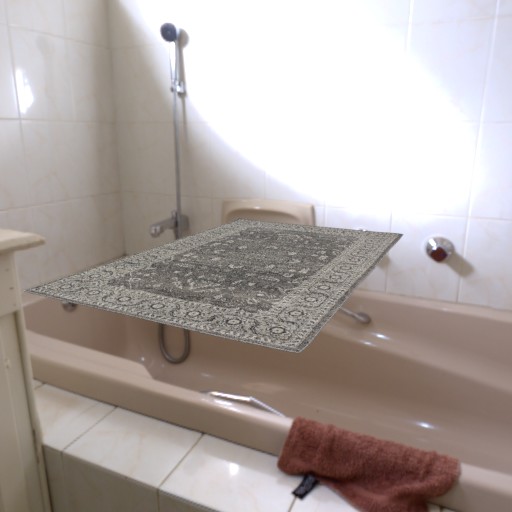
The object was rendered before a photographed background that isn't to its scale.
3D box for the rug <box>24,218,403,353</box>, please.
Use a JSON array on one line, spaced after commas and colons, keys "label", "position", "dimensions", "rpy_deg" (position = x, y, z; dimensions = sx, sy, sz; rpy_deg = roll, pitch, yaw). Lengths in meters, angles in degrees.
[{"label": "rug", "position": [0.000, 0.000, 2.326], "dimensions": [1.209, 0.019, 1.828], "rpy_deg": [8, 17, 26]}]
